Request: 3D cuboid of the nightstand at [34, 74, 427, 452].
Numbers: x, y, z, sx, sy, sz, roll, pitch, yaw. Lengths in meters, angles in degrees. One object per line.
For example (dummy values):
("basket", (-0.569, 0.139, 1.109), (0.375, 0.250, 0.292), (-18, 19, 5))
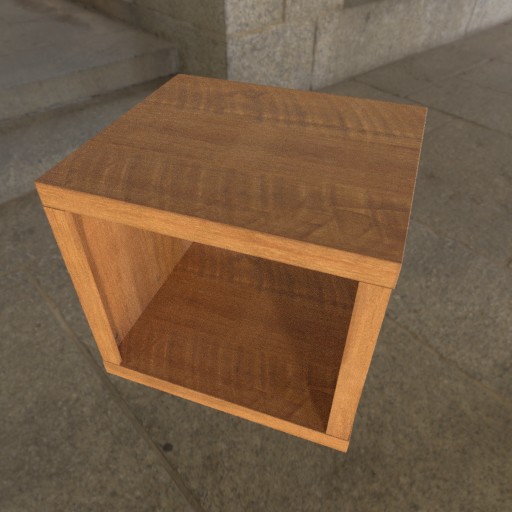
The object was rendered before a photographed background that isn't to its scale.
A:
("nightstand", (0.000, 0.000, 0.857), (0.493, 0.491, 0.436), (13, 44, 14))
